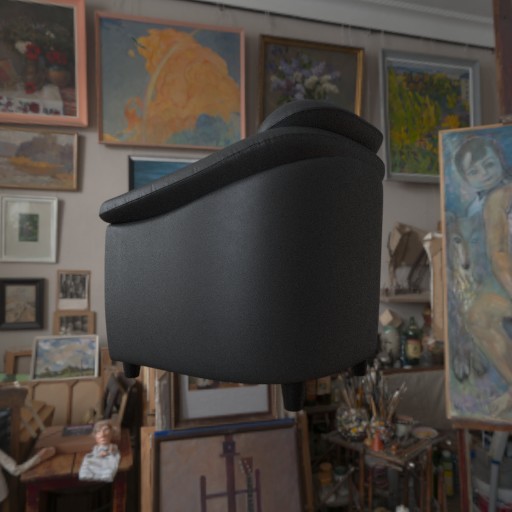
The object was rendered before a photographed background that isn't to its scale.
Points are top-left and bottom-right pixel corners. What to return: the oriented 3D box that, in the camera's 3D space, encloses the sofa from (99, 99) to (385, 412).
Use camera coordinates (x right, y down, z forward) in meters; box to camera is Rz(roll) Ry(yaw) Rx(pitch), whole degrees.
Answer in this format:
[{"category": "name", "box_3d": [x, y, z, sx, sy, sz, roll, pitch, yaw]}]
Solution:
[{"category": "sofa", "box_3d": [0.000, 0.000, 1.508, 0.794, 0.811, 0.870, 0, 0, 36]}]
